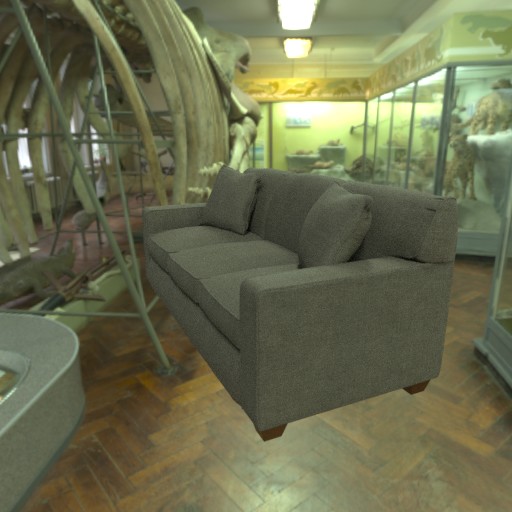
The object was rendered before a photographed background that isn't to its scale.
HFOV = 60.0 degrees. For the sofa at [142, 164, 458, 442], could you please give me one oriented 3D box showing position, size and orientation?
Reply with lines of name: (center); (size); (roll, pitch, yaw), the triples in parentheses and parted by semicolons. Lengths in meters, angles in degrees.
sofa: (0.000, 0.000, 2.626); (0.997, 0.958, 2.024); (-7, 17, -24)
